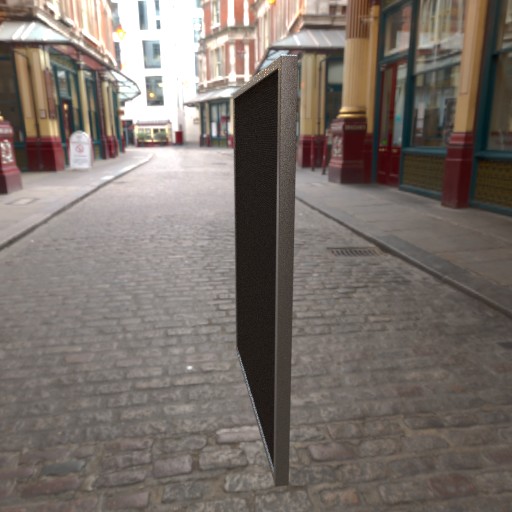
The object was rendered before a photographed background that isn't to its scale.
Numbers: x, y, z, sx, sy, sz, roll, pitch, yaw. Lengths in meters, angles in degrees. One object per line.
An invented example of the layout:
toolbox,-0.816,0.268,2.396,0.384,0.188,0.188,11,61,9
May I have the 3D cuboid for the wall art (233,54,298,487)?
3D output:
wall art,0.000,0.000,1.427,0.037,1.062,0.801,-3,15,-10
